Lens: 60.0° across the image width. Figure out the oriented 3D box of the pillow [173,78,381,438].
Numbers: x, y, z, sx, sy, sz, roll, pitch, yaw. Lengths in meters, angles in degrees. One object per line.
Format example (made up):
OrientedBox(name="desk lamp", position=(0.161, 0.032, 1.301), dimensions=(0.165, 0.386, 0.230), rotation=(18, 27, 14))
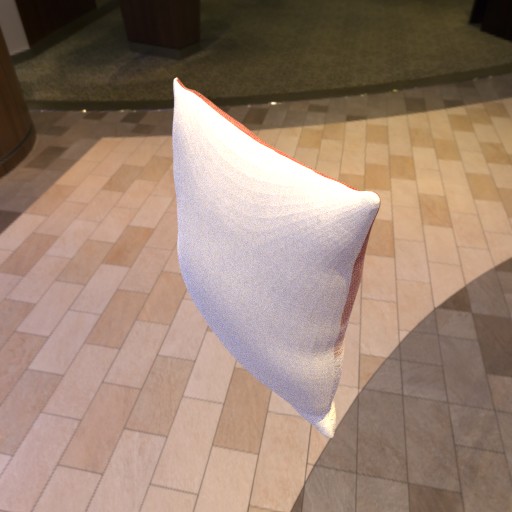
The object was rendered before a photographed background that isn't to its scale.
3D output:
OrientedBox(name="pillow", position=(0.000, 0.000, 0.692), dimensions=(0.182, 0.441, 0.440), rotation=(-24, 46, -26))
